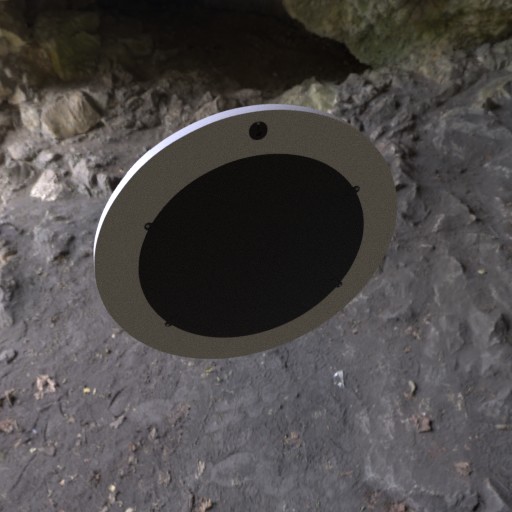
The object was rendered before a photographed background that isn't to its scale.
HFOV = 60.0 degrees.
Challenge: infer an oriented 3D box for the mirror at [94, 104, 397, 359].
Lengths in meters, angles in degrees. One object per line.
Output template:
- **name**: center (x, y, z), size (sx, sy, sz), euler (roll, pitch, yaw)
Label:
- **mirror**: center (0.000, 0.000, 1.330), size (0.914, 0.914, 0.038), euler (-12, 43, -13)
